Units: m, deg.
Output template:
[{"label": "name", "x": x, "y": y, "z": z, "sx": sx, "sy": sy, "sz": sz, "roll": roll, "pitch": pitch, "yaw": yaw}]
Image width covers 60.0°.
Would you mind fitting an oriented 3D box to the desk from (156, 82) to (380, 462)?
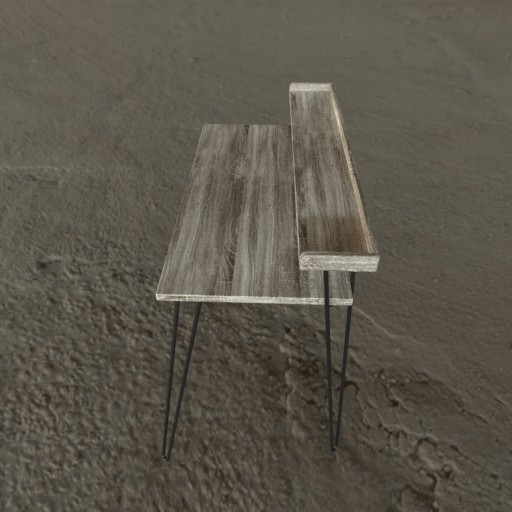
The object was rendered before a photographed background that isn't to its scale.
[{"label": "desk", "x": 0.000, "y": 0.000, "z": 1.631, "sx": 0.605, "sy": 0.899, "sz": 1.135, "roll": 1, "pitch": 41, "yaw": 2}]
